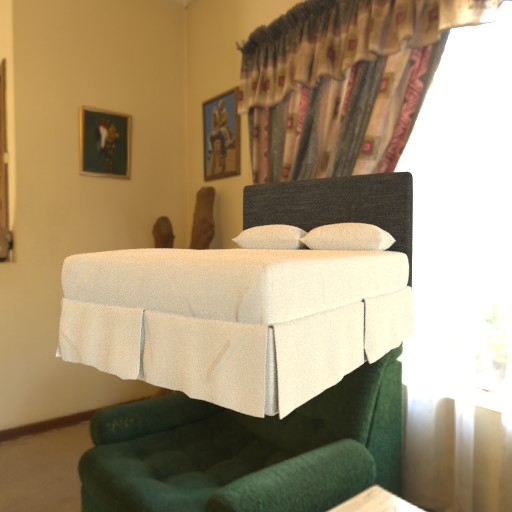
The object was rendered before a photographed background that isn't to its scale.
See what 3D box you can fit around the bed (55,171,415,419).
[{"bbox_3d":[0.000,0.000,3.157,1.723,1.330,2.142,1,3,35],"label":"bed"}]
